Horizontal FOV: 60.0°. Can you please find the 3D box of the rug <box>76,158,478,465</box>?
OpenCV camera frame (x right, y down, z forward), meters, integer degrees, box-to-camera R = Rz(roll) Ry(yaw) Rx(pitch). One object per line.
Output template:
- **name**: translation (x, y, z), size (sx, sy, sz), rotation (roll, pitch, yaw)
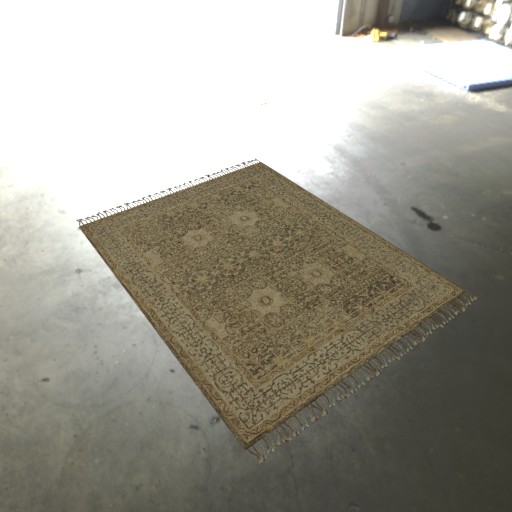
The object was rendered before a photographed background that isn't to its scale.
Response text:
- **rug**: translation (0.000, 0.000, 4.316), size (2.431, 0.017, 3.291), rotation (-25, 46, -27)
